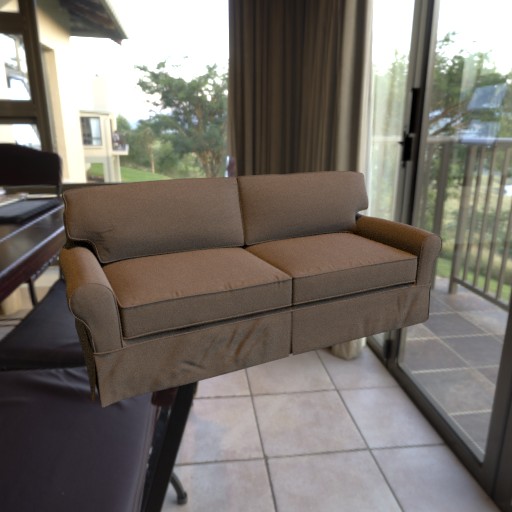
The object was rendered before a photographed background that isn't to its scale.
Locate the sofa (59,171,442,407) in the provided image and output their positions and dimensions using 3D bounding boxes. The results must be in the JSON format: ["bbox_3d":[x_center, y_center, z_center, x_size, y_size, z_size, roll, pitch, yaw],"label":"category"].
[{"bbox_3d":[0.000,0.000,2.781,2.248,0.943,0.991,-8,18,-25],"label":"sofa"}]
